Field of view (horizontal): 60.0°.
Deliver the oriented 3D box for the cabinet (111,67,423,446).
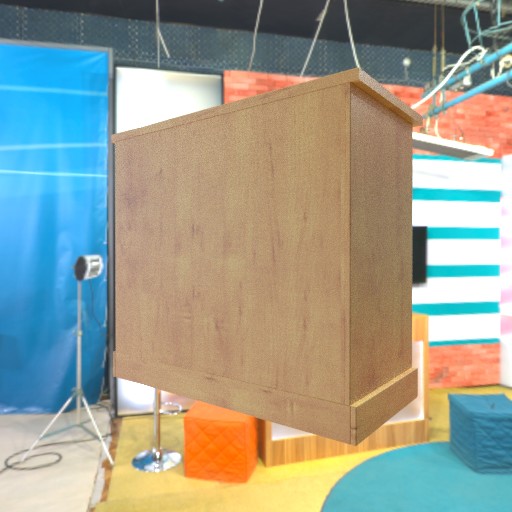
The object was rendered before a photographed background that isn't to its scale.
[{"bbox_3d":[0.000,0.000,1.438,0.920,0.840,0.450,0,1,38],"label":"cabinet"}]
